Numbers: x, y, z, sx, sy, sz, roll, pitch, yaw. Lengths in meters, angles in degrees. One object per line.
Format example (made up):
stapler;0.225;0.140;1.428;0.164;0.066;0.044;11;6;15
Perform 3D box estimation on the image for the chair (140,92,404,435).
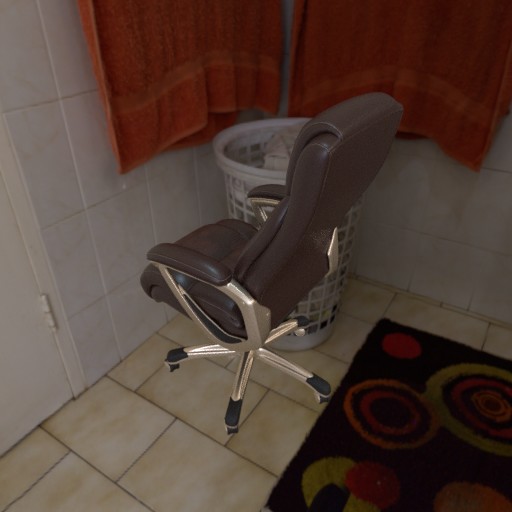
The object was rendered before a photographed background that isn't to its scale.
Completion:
chair;0.000;0.000;1.623;0.749;1.194;0.692;20;38;29
